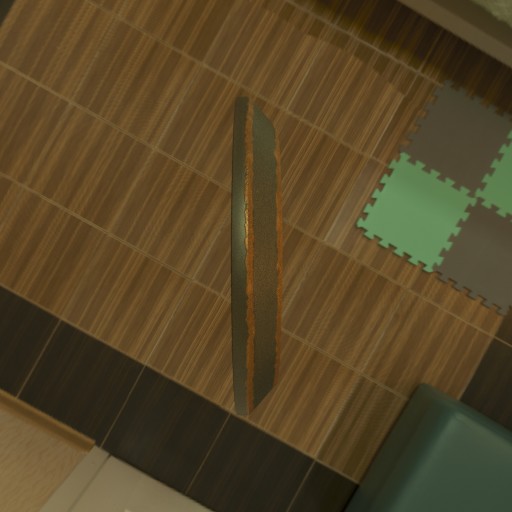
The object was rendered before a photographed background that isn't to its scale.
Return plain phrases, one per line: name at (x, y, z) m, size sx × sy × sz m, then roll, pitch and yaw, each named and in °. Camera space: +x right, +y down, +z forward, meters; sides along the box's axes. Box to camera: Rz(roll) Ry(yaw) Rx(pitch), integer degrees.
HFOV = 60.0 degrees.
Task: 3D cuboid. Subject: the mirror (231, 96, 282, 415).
mirror at (0.000, 0.000, 1.341) m, size 0.111 × 0.907 × 0.907 m, roll 0°, pitch 90°, yaw 0°
